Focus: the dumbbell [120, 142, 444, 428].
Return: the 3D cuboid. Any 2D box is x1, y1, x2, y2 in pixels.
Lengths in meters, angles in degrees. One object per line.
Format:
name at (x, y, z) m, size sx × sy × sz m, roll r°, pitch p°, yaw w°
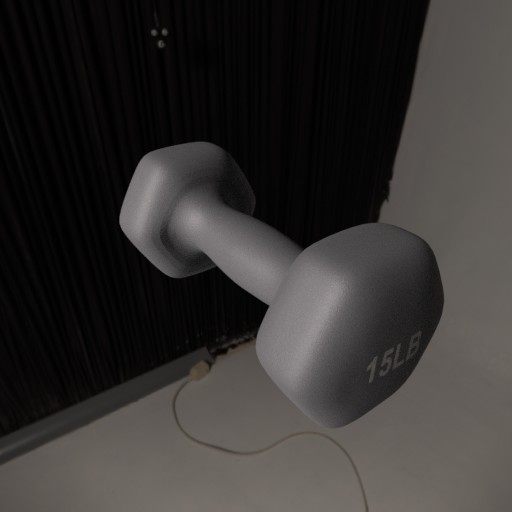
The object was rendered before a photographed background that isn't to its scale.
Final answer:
dumbbell at (0.000, 0.000, 0.303) m, size 0.116 × 0.105 × 0.240 m, roll -20°, pitch 36°, yaw -30°
